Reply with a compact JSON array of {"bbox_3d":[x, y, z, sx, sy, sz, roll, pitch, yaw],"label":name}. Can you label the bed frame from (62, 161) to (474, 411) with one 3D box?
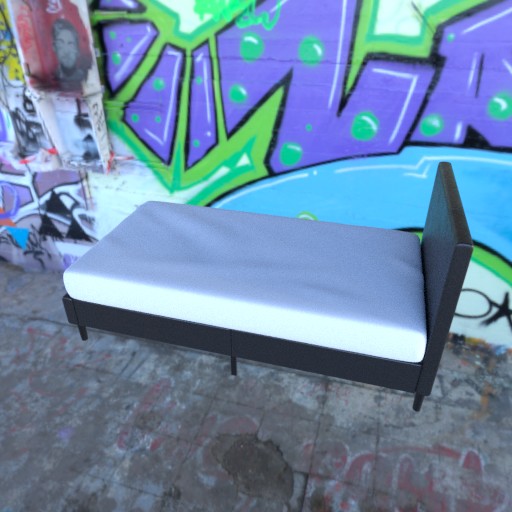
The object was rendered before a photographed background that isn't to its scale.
[{"bbox_3d":[0.000,0.000,2.555,2.152,1.046,1.038,8,32,13],"label":"bed frame"}]
